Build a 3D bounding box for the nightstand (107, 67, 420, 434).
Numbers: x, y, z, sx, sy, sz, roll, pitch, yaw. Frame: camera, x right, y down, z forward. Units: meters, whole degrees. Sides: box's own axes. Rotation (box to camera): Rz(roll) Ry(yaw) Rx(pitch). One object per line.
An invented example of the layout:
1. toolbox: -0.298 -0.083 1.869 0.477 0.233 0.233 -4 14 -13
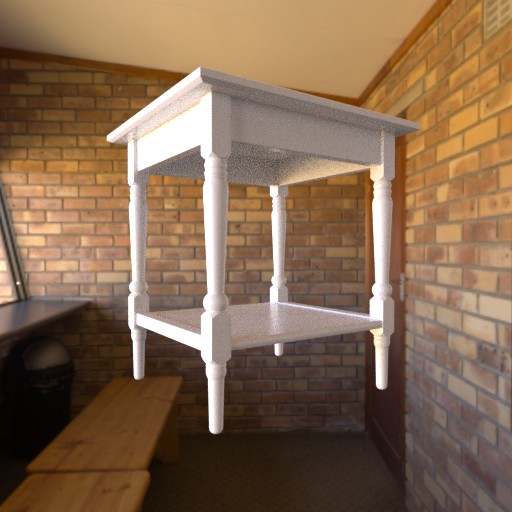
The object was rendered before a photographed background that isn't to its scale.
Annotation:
1. nightstand: 0.000 0.000 0.961 0.505 0.555 0.459 -1 1 -34
